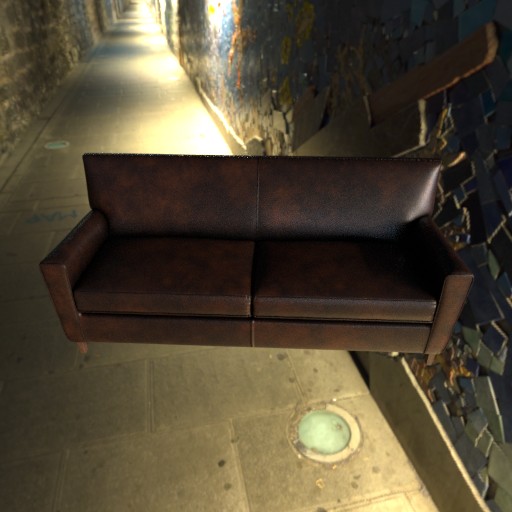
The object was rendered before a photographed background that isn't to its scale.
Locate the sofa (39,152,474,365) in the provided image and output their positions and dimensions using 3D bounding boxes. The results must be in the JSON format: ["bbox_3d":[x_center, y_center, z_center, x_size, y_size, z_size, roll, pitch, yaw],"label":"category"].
[{"bbox_3d":[0.000,0.000,2.385,1.995,0.871,0.786,1,31,2],"label":"sofa"}]
